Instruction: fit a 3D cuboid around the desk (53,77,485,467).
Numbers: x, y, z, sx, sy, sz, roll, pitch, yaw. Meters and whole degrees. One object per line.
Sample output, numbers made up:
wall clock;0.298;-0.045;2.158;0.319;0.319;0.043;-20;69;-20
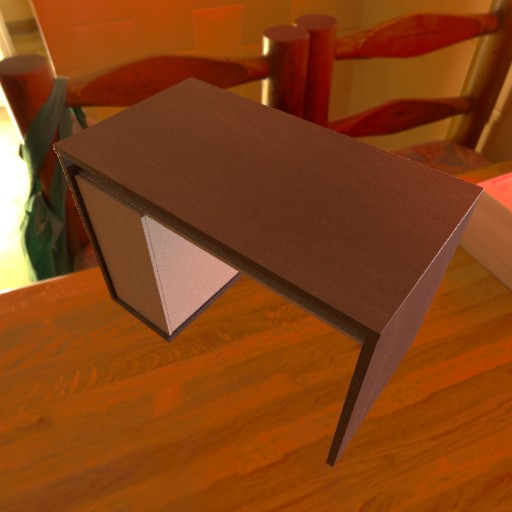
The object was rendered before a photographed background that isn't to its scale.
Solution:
desk;0.000;0.000;1.539;1.100;0.750;0.600;30;53;26
